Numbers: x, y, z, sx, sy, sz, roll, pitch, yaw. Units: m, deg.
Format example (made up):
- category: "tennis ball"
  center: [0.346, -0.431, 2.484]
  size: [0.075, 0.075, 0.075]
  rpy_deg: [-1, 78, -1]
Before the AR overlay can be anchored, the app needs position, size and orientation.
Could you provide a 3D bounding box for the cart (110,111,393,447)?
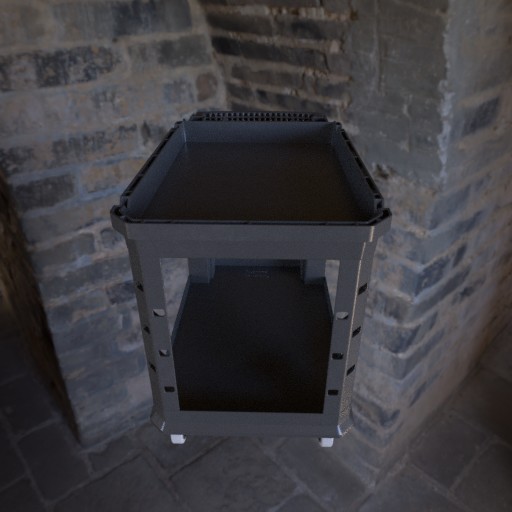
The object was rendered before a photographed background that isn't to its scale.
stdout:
- category: "cart"
  center: [0.000, 0.000, 1.752]
  size: [0.674, 0.884, 1.239]
  rpy_deg: [1, 30, 1]
